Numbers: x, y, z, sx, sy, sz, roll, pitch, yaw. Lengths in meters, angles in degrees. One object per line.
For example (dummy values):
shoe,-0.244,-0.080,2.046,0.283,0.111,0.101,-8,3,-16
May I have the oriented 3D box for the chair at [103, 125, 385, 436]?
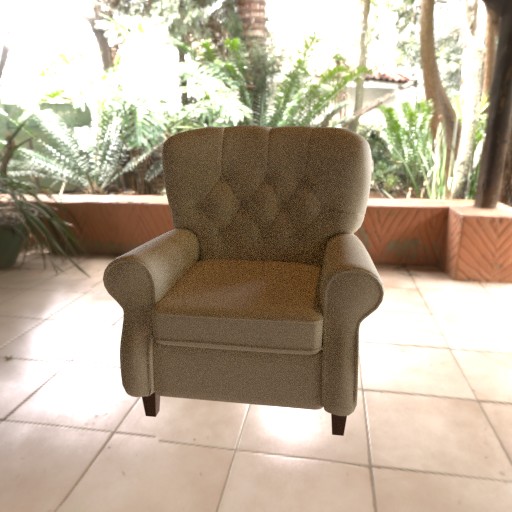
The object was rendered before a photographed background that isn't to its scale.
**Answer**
chair,0.000,0.000,2.037,1.035,1.169,1.132,2,16,8
